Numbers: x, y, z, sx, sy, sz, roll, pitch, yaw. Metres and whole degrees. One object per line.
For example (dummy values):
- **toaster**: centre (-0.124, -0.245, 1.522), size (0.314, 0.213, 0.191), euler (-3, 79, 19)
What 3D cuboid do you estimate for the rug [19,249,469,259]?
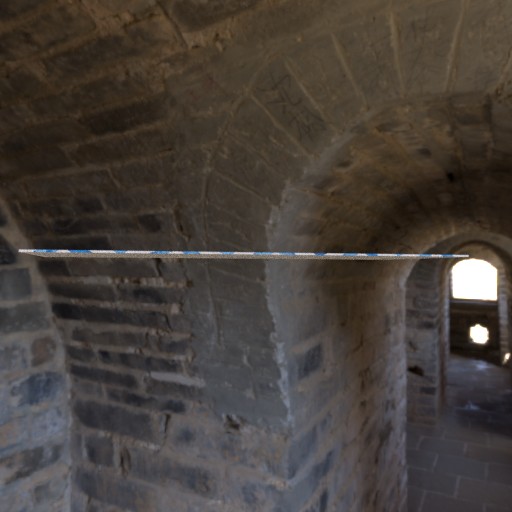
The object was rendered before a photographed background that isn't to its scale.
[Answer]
- **rug**: centre (0.000, 0.000, 1.644), size (1.492, 0.007, 0.503), euler (1, -2, -18)
